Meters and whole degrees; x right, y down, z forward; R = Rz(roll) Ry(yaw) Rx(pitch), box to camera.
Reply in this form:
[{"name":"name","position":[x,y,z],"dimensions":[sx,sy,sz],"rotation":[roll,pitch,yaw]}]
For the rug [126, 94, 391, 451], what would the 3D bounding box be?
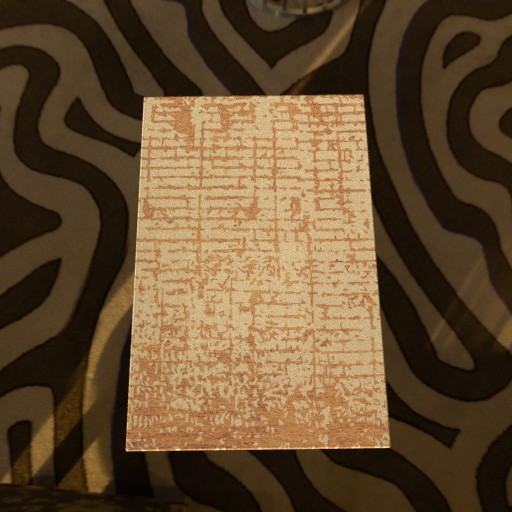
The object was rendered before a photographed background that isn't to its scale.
[{"name":"rug","position":[0.000,0.000,2.251],"dimensions":[1.219,0.011,1.829],"rotation":[-1,77,0]}]
